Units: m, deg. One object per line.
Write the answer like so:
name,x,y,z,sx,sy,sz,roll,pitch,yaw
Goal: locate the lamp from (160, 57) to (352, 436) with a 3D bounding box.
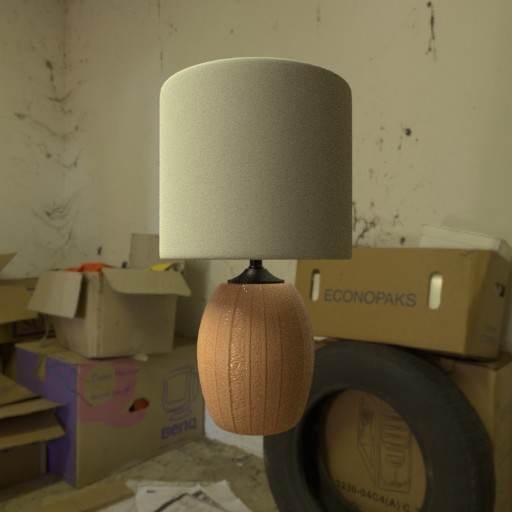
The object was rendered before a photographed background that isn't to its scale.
lamp,0.000,0.000,0.773,0.329,0.570,0.329,0,0,0
